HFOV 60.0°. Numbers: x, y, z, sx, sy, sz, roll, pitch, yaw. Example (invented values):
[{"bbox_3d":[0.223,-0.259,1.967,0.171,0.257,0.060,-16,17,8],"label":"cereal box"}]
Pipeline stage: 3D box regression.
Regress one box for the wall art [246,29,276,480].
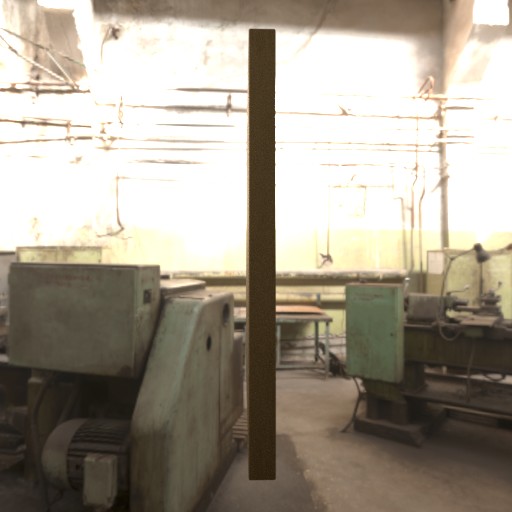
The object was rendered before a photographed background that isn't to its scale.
[{"bbox_3d":[0.000,0.000,0.747,0.031,0.506,0.503,0,-1,-2],"label":"wall art"}]
